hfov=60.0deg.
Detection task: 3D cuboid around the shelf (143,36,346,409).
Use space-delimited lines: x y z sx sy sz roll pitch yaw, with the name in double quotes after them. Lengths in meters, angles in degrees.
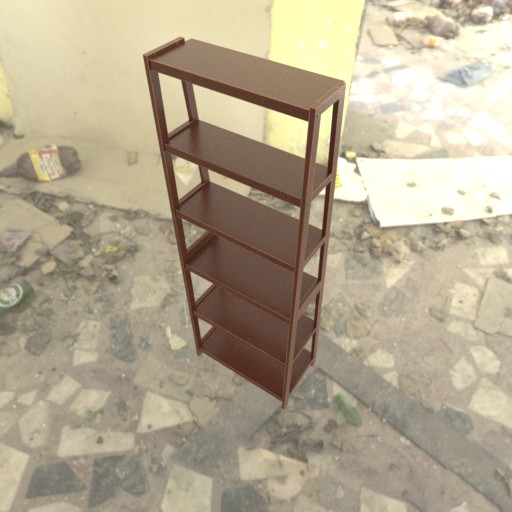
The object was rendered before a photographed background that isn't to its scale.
0.000 0.000 2.144 0.660 1.892 0.381 26 52 23 "shelf"
